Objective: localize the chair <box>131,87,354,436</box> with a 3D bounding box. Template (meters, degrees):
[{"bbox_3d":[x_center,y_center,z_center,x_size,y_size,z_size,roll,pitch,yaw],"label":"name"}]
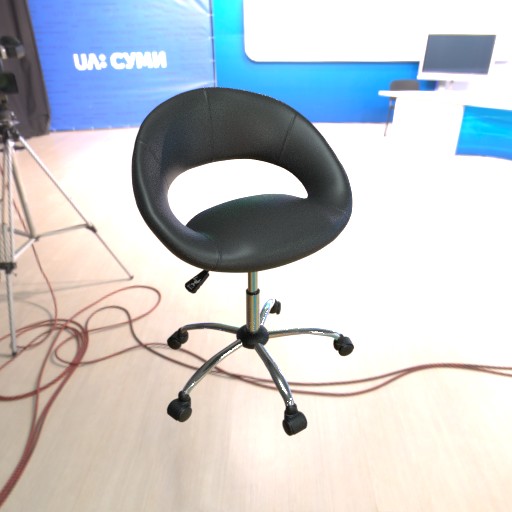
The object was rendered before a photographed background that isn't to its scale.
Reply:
[{"bbox_3d":[0.000,0.000,1.173,0.612,0.791,0.538,-20,35,-32],"label":"chair"}]
